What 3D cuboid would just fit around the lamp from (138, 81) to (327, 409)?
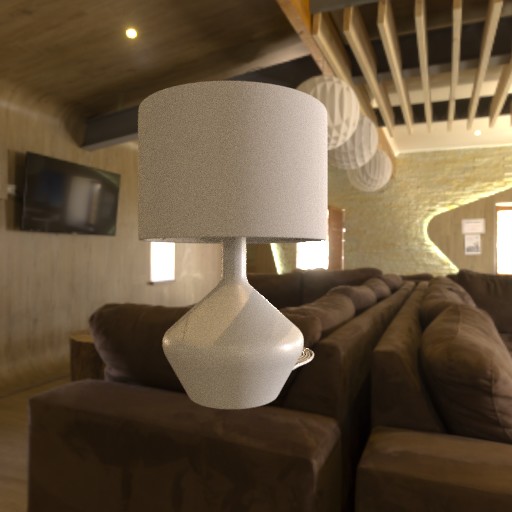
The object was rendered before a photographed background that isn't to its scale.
[{"bbox_3d":[0.000,0.000,0.854,0.401,0.457,0.546,0,0,38],"label":"lamp"}]
